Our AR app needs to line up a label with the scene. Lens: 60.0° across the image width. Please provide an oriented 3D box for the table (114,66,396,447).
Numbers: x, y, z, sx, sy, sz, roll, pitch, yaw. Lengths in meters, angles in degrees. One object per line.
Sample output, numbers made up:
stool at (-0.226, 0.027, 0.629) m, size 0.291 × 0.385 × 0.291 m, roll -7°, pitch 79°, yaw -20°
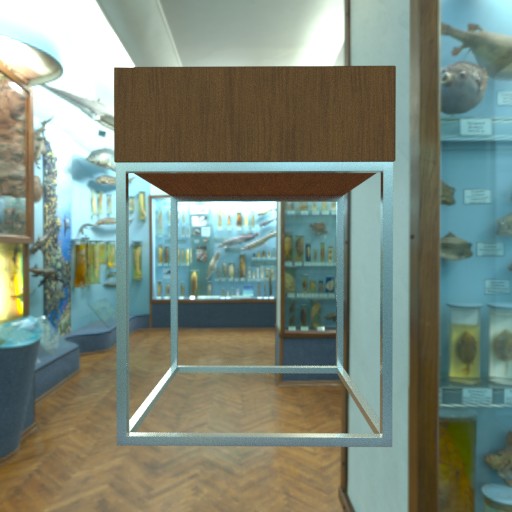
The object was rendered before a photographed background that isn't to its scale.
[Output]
table at (0.000, 0.000, 0.827) m, size 0.398 × 0.540 × 0.397 m, roll 0°, pitch 1°, yaw 1°
